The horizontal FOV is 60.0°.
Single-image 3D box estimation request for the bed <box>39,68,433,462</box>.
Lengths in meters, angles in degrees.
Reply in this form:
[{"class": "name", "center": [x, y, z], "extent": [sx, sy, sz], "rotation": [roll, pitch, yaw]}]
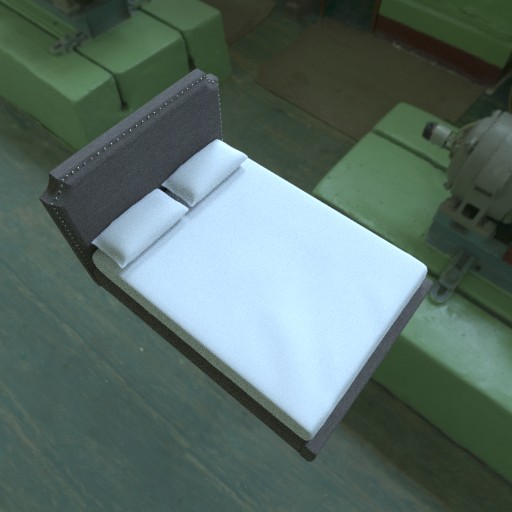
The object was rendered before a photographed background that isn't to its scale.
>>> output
[{"class": "bed", "center": [0.000, 0.000, 3.433], "extent": [2.381, 1.457, 1.713], "rotation": [35, 64, 19]}]
